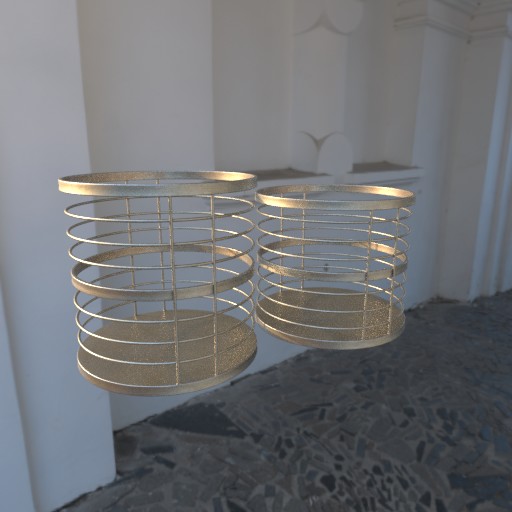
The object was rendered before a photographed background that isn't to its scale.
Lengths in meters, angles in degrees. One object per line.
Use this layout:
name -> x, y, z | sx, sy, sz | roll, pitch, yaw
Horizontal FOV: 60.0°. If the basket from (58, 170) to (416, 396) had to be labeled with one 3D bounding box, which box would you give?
basket -> 0.000, 0.000, 0.951 | 0.746, 0.351, 0.356 | -7, 16, -25
